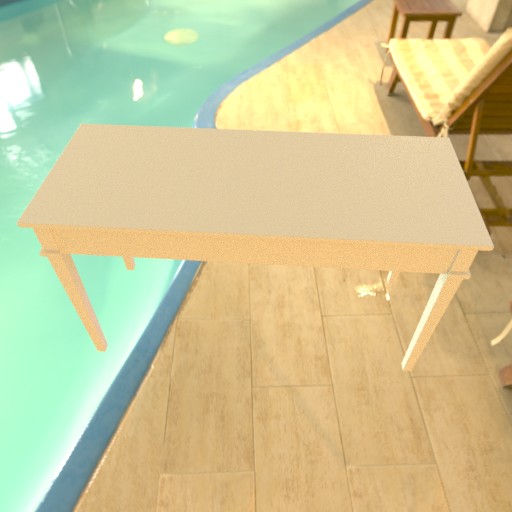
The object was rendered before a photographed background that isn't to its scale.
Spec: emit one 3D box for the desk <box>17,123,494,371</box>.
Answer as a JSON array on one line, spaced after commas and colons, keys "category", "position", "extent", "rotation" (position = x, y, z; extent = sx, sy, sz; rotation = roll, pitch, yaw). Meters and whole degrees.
[{"category": "desk", "position": [0.000, 0.000, 1.741], "extent": [1.372, 0.774, 0.559], "rotation": [3, 47, 3]}]
